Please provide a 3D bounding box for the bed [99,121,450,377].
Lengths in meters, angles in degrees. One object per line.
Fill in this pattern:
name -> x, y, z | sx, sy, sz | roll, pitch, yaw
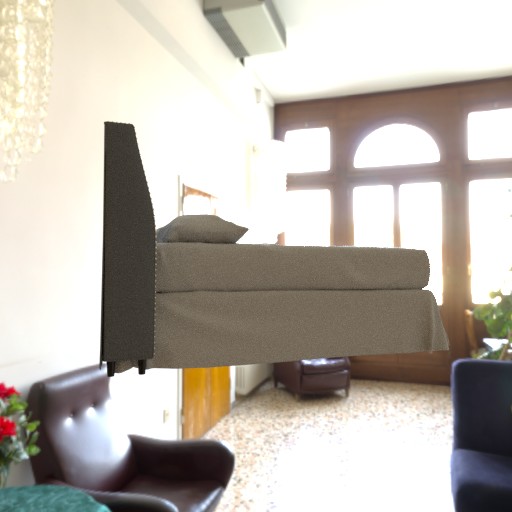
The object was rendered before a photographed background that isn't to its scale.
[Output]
bed -> 0.000, 0.000, 3.484 | 2.276, 1.332, 1.925 | 1, -2, -18
